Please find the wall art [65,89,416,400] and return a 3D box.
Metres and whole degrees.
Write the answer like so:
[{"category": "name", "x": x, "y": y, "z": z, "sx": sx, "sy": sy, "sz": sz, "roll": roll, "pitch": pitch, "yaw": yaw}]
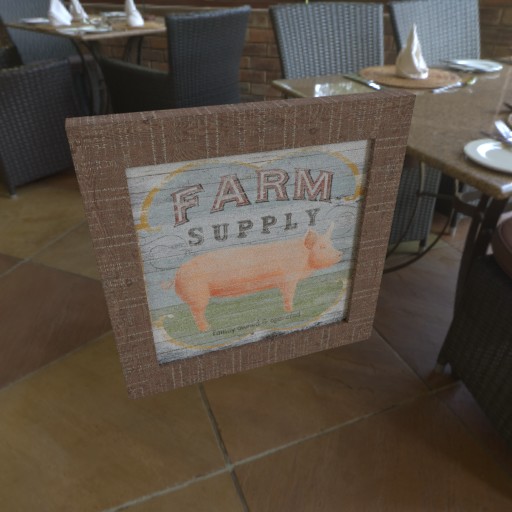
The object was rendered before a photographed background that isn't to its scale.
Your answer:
[{"category": "wall art", "x": 0.000, "y": 0.000, "z": 0.801, "sx": 0.531, "sy": 0.531, "sz": 0.040, "roll": -11, "pitch": 34, "yaw": -16}]
